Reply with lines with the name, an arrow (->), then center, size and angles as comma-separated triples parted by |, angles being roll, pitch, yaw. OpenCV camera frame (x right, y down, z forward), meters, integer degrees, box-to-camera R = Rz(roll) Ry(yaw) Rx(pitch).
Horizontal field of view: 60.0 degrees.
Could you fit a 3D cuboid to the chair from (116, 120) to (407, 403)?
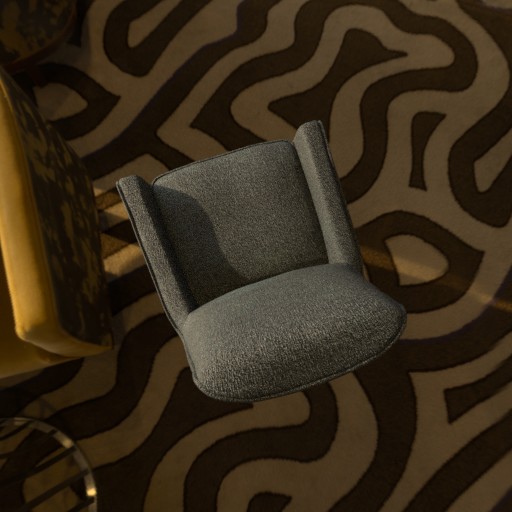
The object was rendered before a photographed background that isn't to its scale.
chair -> 0.000, 0.000, 1.494 | 0.763, 0.883, 0.859 | -18, 76, -5
